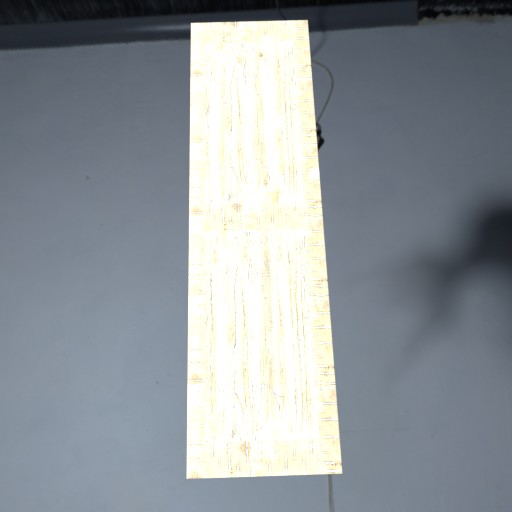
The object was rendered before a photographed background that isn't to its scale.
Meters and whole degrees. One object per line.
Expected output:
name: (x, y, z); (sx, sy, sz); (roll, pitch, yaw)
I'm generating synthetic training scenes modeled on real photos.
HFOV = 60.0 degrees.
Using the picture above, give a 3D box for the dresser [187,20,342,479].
dresser: (0.000, 0.000, 2.008); (0.457, 1.016, 1.626); (-2, 74, 0)
